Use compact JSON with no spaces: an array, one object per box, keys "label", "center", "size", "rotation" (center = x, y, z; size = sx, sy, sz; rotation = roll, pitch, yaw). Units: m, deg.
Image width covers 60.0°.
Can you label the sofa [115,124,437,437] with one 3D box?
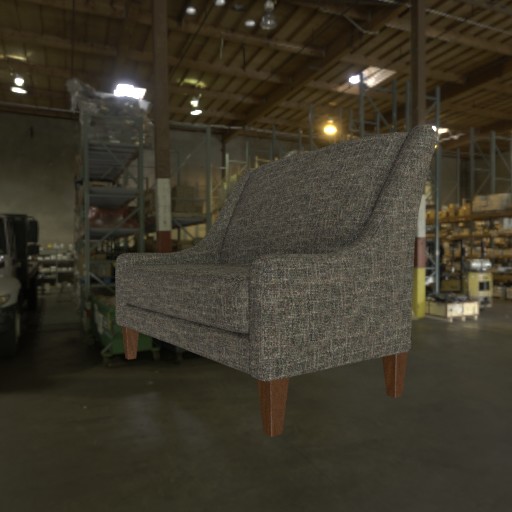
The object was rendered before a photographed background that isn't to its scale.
[{"label":"sofa","center":[0.000,0.000,1.951],"size":[0.870,1.021,1.242],"rotation":[0,1,-36]}]
